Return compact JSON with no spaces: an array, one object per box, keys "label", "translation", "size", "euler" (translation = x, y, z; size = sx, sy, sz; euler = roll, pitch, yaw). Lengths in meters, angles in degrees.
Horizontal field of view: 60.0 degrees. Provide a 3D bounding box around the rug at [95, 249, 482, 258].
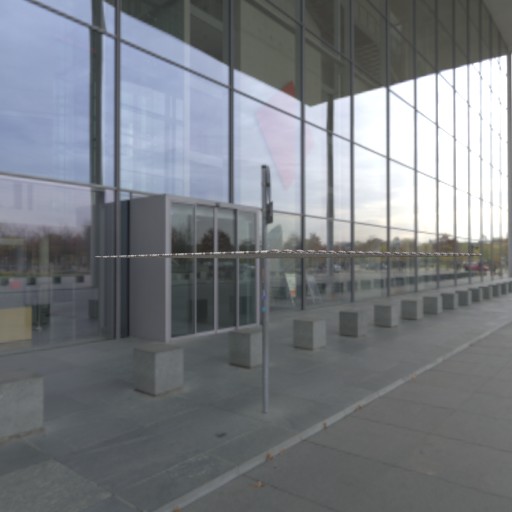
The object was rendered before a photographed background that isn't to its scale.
[{"label":"rug","translation":[0.000,0.000,3.137],"size":[1.563,0.014,2.425],"euler":[1,-1,-36]}]
